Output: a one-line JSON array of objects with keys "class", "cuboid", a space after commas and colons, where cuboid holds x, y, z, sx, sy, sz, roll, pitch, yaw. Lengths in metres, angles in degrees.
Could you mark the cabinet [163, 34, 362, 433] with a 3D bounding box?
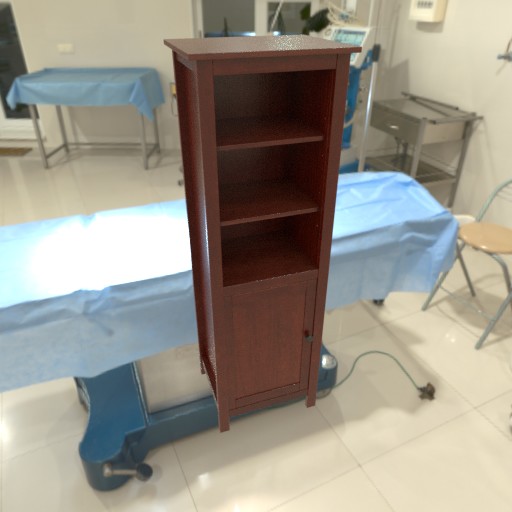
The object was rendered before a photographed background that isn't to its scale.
[{"class": "cabinet", "cuboid": [0.000, 0.000, 1.742, 0.500, 1.518, 0.401, -10, 33, -16]}]
